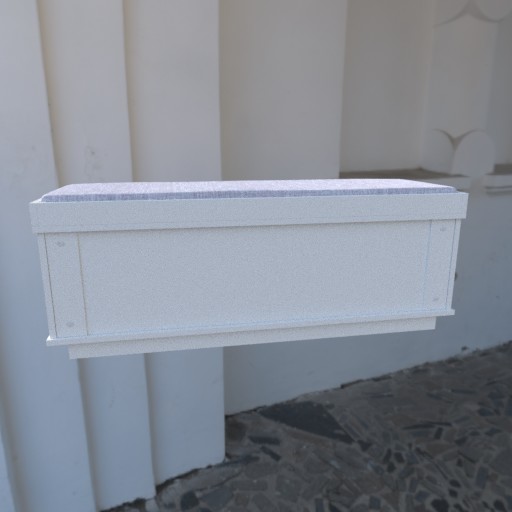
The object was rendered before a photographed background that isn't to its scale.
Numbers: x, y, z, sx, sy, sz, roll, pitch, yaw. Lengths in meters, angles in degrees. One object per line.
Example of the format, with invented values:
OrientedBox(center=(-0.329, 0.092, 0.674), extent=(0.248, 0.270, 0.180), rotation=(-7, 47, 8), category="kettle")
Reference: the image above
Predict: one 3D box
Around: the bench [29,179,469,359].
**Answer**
OrientedBox(center=(0.000, 0.000, 1.412), extent=(1.196, 0.453, 0.363), rotation=(-3, 15, -10), category="bench")
